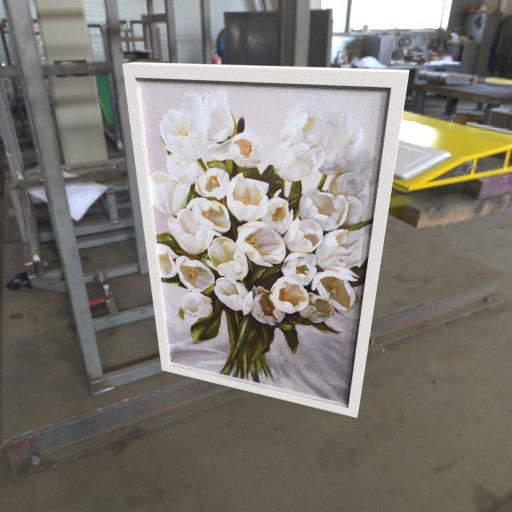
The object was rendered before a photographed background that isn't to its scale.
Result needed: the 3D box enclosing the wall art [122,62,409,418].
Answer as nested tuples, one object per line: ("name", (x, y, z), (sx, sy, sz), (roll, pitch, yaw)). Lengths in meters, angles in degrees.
("wall art", (0.000, 0.000, 0.834), (0.450, 0.657, 0.038), (9, 29, 16))
